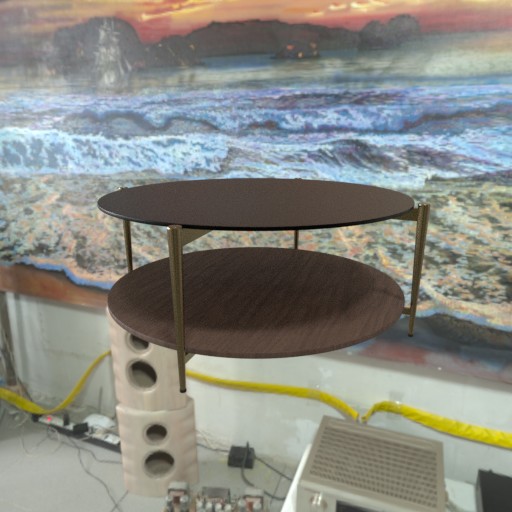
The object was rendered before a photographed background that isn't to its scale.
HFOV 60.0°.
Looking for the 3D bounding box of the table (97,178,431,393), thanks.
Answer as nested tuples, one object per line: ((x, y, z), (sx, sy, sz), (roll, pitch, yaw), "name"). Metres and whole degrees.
((0.000, 0.000, 1.440), (0.938, 0.400, 0.938), (-3, 16, -9), "table")
